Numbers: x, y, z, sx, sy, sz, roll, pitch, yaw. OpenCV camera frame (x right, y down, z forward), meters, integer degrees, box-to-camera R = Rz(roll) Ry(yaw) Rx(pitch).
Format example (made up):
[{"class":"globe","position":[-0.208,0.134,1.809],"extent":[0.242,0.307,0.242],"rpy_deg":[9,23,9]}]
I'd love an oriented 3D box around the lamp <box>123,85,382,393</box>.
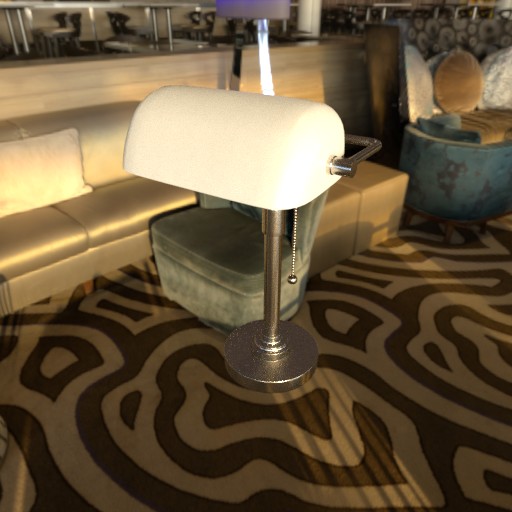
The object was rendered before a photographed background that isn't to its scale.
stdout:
[{"class":"lamp","position":[0.000,0.000,0.558],"extent":[0.269,0.404,0.227],"rpy_deg":[18,34,29]}]
